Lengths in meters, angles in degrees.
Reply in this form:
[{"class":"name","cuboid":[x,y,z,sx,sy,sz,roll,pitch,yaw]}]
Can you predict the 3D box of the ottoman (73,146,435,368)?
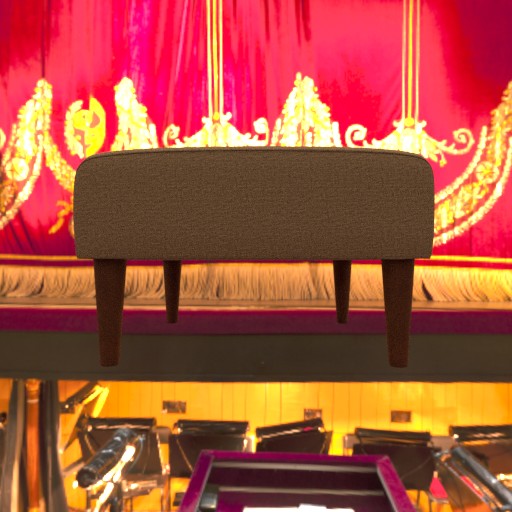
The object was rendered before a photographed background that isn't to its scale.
[{"class":"ottoman","cuboid":[0.000,0.000,1.071,0.649,0.398,0.650,0,-1,1]}]
